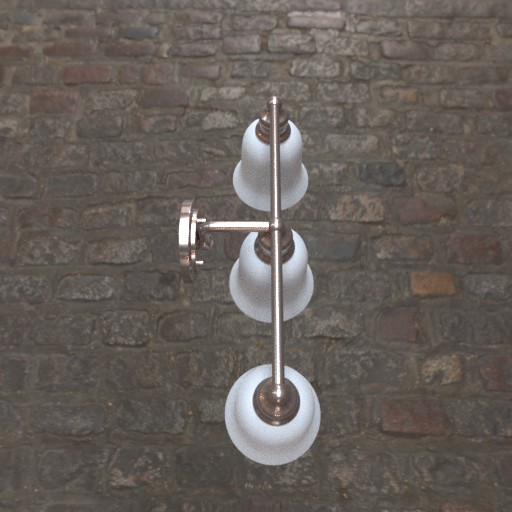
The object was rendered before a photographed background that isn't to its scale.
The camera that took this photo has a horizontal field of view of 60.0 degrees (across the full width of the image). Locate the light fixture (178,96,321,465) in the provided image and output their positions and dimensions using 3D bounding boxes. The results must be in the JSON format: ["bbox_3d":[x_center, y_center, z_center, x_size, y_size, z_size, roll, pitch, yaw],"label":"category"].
[{"bbox_3d":[0.000,0.000,0.667,0.198,0.211,0.570,0,65,0],"label":"light fixture"}]
